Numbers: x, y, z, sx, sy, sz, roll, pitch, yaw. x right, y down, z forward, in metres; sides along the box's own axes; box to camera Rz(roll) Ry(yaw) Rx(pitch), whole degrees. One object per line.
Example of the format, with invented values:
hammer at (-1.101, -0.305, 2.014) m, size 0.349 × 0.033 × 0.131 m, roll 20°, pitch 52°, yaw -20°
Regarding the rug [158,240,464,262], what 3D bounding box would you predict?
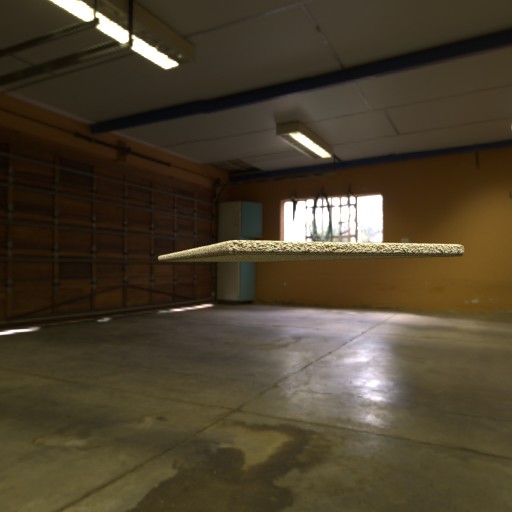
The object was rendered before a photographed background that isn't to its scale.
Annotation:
rug at (0.000, 0.000, 1.731) m, size 0.609 × 0.030 × 1.524 m, roll 0°, pitch -1°, yaw -18°
